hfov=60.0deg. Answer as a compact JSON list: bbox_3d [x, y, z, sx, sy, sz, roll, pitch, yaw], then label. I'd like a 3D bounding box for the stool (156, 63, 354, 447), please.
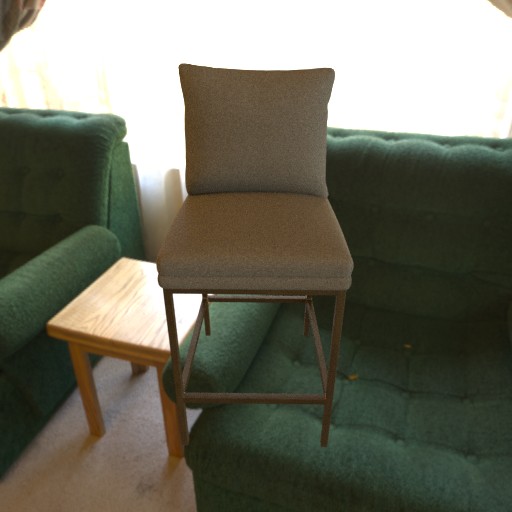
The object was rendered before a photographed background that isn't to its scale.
[{"bbox_3d":[0.000,0.000,1.331,0.463,1.030,0.569,0,30,1],"label":"stool"}]
